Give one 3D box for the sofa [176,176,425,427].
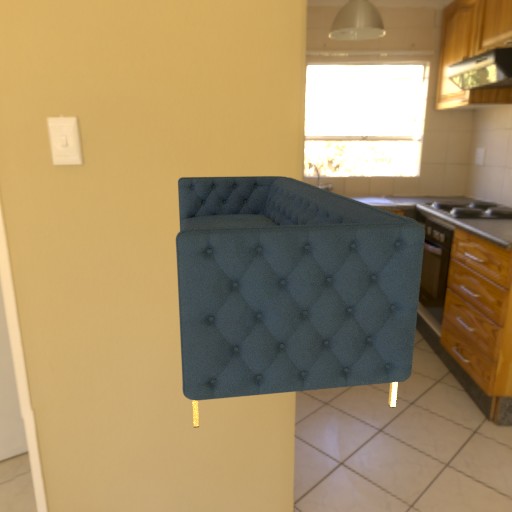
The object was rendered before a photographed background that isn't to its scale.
[{"bbox_3d":[0.000,0.000,2.625,0.895,0.771,2.209,-2,15,-9],"label":"sofa"}]
